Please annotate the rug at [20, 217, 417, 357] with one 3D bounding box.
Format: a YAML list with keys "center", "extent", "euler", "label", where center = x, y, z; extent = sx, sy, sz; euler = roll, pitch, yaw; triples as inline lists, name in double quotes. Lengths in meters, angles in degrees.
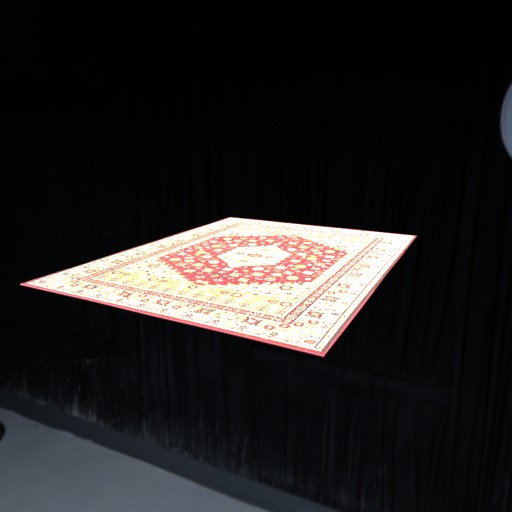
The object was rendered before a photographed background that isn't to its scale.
- center: [0.000, 0.000, 4.084]
  extent: [2.387, 0.013, 3.053]
  euler: [8, 18, 27]
  label: "rug"
